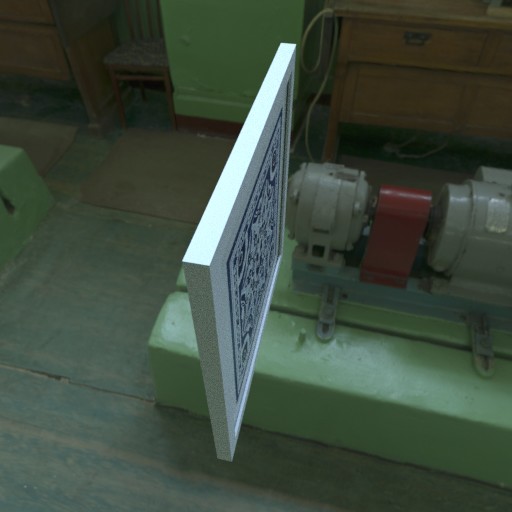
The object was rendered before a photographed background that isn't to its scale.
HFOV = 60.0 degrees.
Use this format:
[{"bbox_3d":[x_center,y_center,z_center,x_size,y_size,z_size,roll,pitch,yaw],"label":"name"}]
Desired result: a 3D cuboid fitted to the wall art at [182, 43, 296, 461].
[{"bbox_3d":[0.000,0.000,0.831,0.028,0.559,0.559,9,47,8],"label":"wall art"}]
